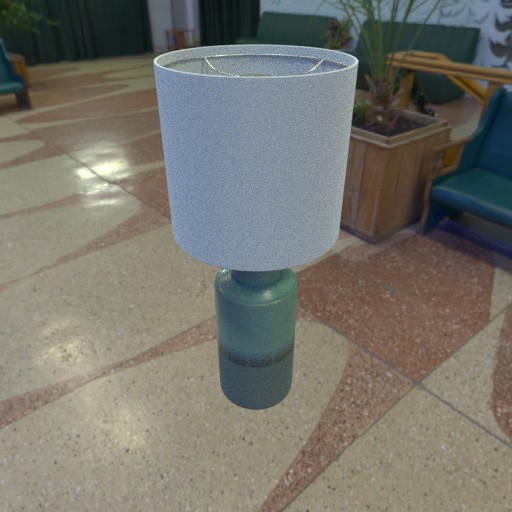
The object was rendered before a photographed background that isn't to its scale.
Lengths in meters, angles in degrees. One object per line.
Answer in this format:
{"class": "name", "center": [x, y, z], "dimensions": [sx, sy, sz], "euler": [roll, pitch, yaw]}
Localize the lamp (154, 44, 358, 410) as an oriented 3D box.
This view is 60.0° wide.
{"class": "lamp", "center": [0.000, 0.000, 0.598], "dimensions": [0.212, 0.493, 0.212], "euler": [-23, 39, -31]}
